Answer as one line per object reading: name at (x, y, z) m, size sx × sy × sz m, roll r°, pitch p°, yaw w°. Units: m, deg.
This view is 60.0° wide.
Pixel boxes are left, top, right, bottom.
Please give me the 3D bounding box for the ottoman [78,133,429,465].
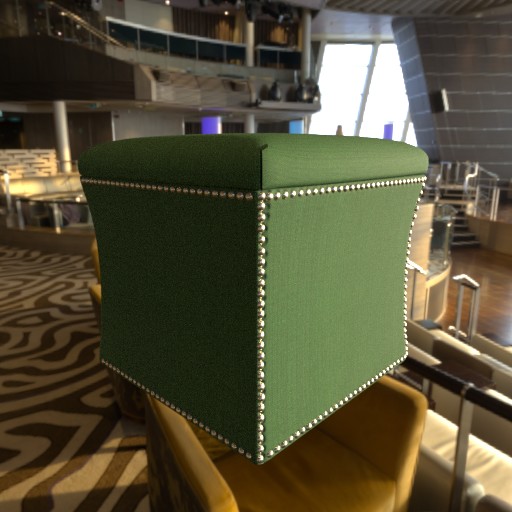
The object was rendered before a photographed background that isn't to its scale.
ottoman at (0.000, 0.000, 0.896) m, size 0.497 × 0.475 × 0.507 m, roll 13°, pitch 18°, yaw 42°
